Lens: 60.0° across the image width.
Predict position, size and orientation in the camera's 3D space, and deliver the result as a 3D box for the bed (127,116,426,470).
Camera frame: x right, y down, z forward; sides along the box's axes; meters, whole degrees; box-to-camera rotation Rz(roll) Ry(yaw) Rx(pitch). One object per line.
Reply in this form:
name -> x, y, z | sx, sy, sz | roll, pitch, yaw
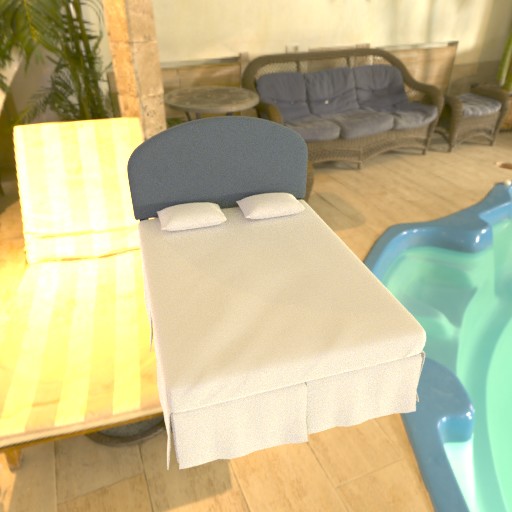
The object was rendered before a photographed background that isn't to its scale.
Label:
bed -> 0.000, 0.000, 3.054 | 1.607, 1.410, 2.005 | -9, 33, -14
